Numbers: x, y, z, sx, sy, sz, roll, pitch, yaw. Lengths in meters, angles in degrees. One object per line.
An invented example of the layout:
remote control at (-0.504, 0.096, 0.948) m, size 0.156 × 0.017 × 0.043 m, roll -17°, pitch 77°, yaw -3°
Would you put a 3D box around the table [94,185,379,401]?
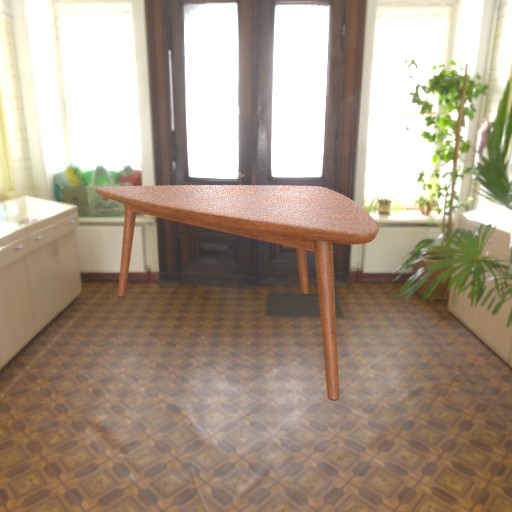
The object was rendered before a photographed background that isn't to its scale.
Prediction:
table at (0.000, 0.000, 1.316) m, size 1.008 × 0.365 × 0.601 m, roll 15°, pitch 21°, yaw 42°
